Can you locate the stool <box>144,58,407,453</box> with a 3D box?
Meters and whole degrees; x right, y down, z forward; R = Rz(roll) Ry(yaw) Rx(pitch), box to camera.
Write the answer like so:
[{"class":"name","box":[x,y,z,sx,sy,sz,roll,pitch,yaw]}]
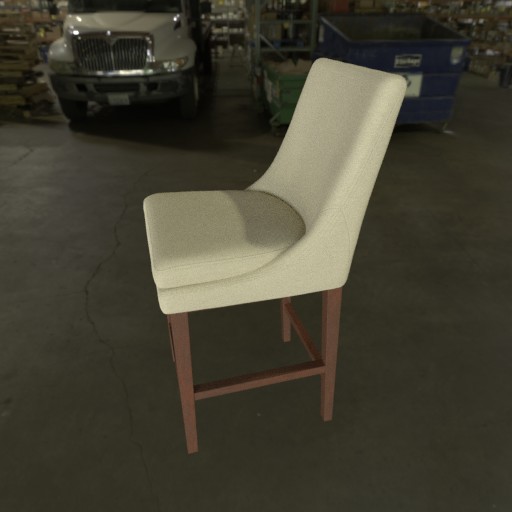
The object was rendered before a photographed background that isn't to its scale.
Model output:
[{"class":"stool","box":[0.000,0.000,1.249,0.577,0.981,0.470,-8,30,-13]}]
